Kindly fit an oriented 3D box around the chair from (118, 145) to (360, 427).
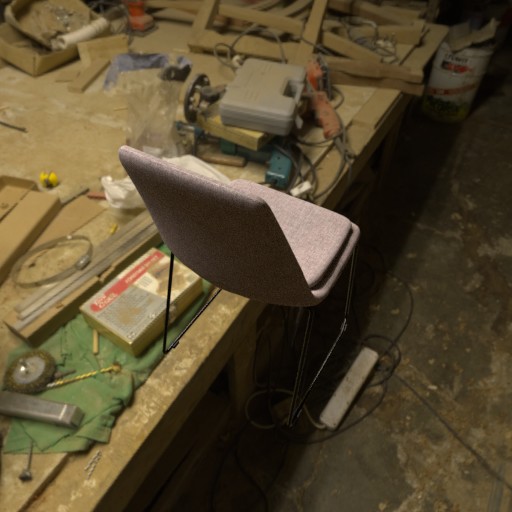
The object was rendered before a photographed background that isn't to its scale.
[{"bbox_3d":[0.000,0.000,1.181,0.479,0.858,0.518,24,51,21],"label":"chair"}]
